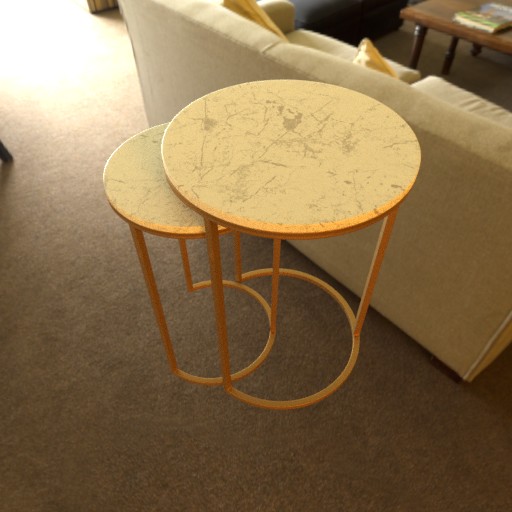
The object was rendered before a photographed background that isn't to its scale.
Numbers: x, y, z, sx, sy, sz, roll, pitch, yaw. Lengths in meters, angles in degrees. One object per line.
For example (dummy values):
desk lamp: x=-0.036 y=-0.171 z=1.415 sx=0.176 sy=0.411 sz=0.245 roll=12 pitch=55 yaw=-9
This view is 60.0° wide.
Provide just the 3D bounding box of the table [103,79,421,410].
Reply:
table: x=0.000 y=0.000 z=0.901 sx=0.507 sy=0.550 sz=0.400 roll=2 pitch=47 yaw=2
